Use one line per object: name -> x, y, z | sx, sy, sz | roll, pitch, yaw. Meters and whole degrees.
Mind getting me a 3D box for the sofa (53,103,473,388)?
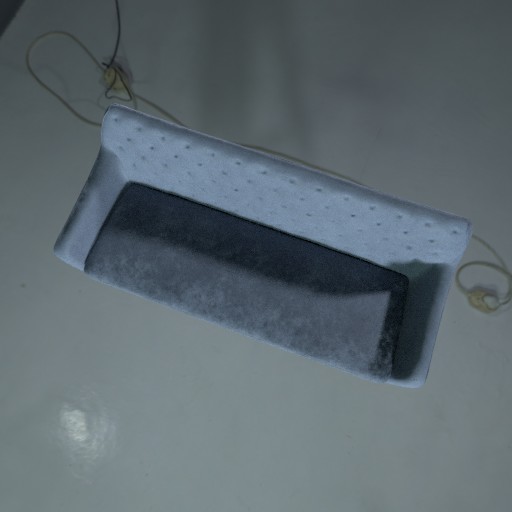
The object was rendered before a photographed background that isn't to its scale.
sofa -> 0.000, 0.000, 2.410 | 1.975, 0.832, 0.841 | 19, 76, 5
